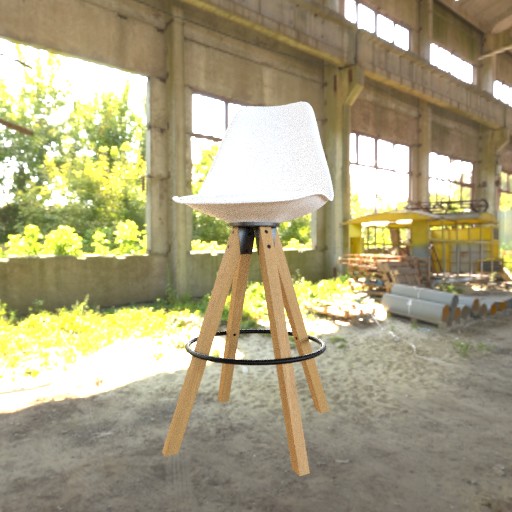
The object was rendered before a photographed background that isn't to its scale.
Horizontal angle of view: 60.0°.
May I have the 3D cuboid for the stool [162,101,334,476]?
[{"bbox_3d":[0.000,0.000,1.421,0.482,1.115,0.549,0,2,16],"label":"stool"}]
